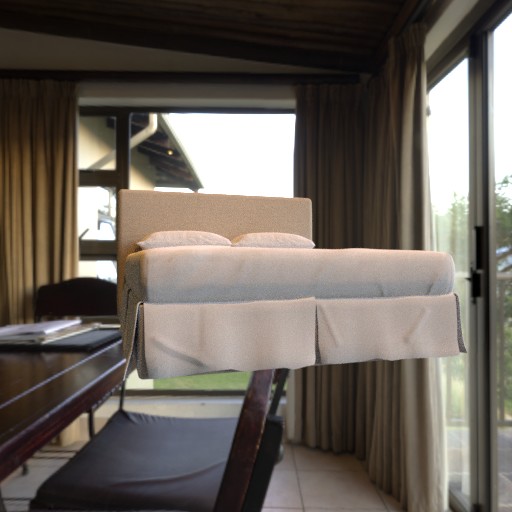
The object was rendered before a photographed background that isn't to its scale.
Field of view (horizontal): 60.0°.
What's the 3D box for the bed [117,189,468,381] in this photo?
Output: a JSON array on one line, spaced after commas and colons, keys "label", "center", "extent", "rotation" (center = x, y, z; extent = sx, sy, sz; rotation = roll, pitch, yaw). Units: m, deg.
[{"label": "bed", "center": [0.000, 0.000, 3.564], "extent": [2.119, 1.317, 2.319], "rotation": [0, -1, -18]}]
